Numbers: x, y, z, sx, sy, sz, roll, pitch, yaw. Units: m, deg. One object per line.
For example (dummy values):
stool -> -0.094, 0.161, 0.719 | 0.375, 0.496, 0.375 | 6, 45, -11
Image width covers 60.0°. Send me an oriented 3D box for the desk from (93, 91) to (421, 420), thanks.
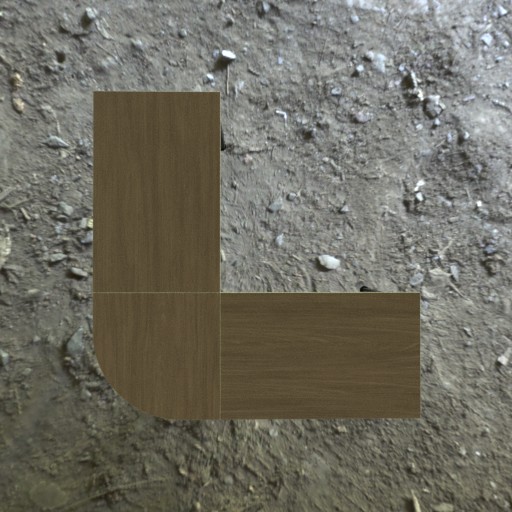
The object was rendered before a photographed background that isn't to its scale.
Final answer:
desk -> 0.000, 0.000, 2.275 | 1.400, 0.762, 1.400 | 0, 89, -1
